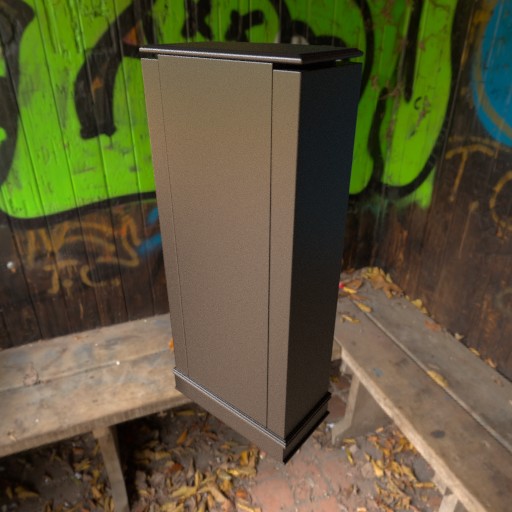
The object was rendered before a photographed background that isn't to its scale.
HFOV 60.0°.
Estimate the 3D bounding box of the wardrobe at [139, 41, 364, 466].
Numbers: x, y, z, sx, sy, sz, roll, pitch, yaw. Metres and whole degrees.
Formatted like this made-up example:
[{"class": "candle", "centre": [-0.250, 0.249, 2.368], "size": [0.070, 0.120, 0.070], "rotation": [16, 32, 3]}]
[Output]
[{"class": "wardrobe", "centre": [0.000, 0.000, 1.177], "size": [0.444, 1.011, 0.295], "rotation": [22, 35, 34]}]
